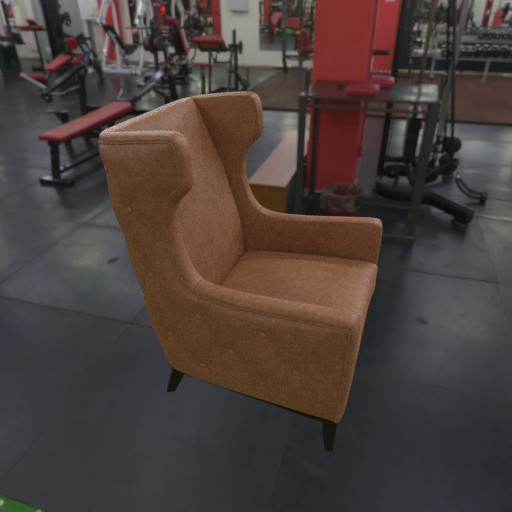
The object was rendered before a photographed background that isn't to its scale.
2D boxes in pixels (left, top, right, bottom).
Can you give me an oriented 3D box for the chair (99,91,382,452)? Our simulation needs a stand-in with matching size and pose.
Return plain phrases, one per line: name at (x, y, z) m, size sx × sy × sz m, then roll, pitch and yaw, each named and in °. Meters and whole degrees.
chair at (0.000, 0.000, 1.706) m, size 0.899 × 1.079 × 0.766 m, roll 10°, pitch 32°, yaw 17°
